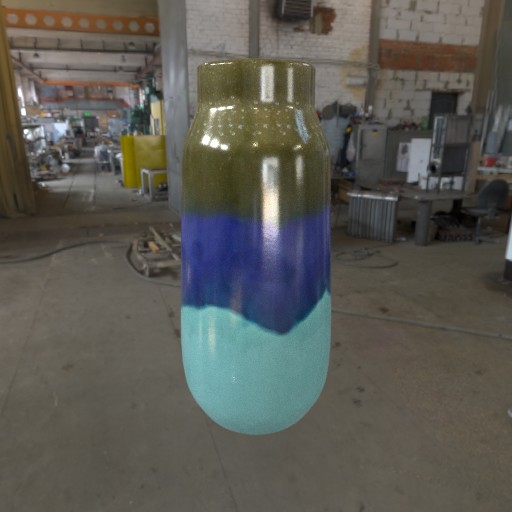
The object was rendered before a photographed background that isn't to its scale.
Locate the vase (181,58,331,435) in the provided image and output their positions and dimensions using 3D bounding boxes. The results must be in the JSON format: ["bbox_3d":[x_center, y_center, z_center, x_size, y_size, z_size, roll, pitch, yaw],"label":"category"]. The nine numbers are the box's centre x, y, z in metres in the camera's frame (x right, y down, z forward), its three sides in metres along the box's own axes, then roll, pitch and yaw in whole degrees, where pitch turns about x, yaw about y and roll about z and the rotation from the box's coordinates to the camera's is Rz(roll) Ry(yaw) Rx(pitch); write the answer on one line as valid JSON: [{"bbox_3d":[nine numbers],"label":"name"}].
[{"bbox_3d":[0.000,0.000,0.394,0.139,0.313,0.139,0,17,0],"label":"vase"}]
